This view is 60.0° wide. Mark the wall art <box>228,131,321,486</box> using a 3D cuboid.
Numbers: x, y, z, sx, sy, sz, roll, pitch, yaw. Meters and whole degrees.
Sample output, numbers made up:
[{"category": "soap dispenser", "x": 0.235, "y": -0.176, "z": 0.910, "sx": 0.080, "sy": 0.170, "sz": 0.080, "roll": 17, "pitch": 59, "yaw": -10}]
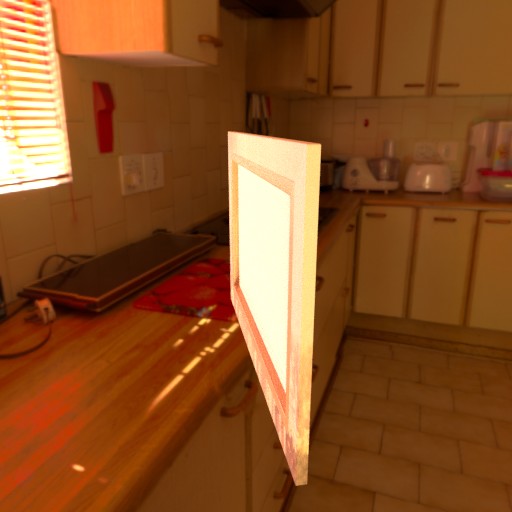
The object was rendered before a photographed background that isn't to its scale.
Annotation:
[{"category": "wall art", "x": 0.000, "y": 0.000, "z": 1.925, "sx": 0.038, "sy": 1.012, "sz": 1.525, "roll": -3, "pitch": 17, "yaw": -10}]
